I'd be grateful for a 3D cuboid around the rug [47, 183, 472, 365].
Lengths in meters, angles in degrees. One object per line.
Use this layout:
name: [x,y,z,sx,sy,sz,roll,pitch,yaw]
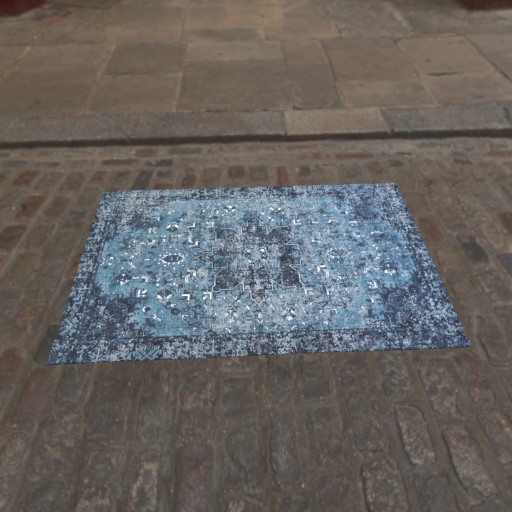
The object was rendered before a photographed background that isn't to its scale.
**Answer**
rug: [0.000,0.000,2.331,1.828,0.005,1.219,-2,45,-2]
